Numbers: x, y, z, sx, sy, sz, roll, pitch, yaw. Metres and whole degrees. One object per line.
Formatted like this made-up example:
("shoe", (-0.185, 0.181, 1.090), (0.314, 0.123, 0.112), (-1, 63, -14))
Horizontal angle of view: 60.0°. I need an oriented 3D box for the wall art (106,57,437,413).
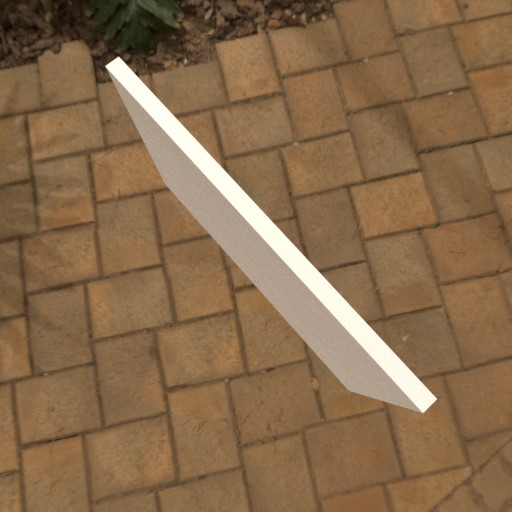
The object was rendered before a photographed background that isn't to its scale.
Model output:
("wall art", (0.000, 0.000, 1.651), (0.051, 0.902, 1.308), (-40, 80, -9))
